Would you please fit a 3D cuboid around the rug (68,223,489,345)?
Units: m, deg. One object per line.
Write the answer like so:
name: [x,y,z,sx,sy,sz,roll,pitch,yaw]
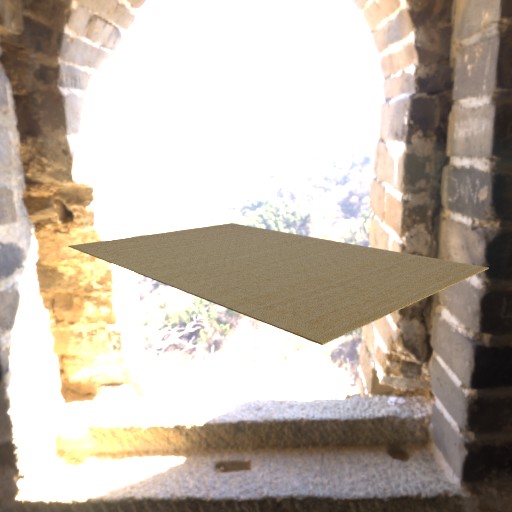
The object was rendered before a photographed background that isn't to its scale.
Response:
rug: [0.000,0.000,2.851,1.524,0.006,2.286,-12,18,-42]
